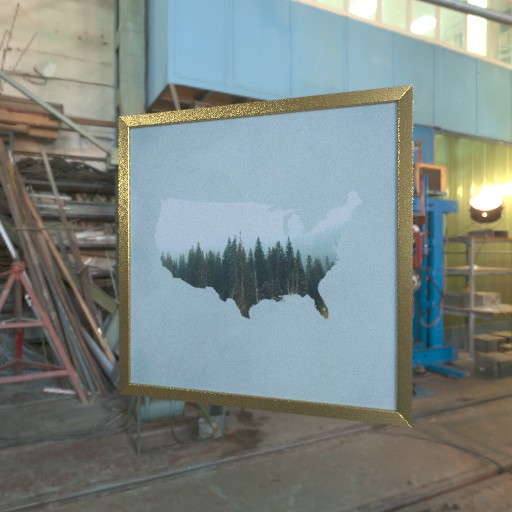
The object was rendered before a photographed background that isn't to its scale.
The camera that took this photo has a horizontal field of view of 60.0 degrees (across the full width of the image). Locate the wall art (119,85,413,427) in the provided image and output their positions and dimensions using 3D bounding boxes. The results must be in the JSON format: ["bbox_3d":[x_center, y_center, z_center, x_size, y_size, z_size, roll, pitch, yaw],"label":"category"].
[{"bbox_3d":[0.000,0.000,0.458,0.304,0.304,0.038,0,0,18],"label":"wall art"}]
